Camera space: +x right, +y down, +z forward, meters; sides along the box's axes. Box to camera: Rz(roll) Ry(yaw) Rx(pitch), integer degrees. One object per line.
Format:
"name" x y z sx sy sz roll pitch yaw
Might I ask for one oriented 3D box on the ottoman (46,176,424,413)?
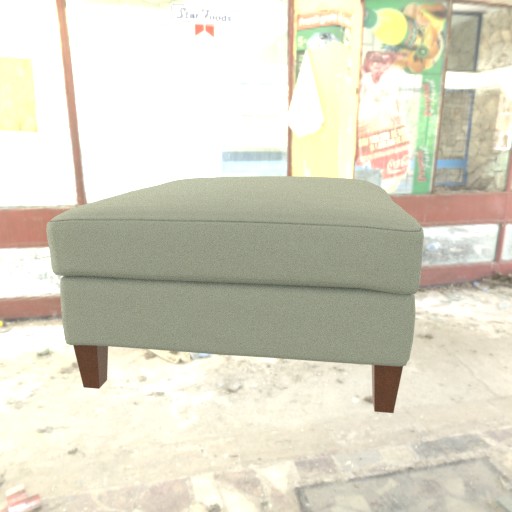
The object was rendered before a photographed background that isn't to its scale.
"ottoman" 0.000 0.000 1.446 0.842 0.494 0.991 2 15 8
